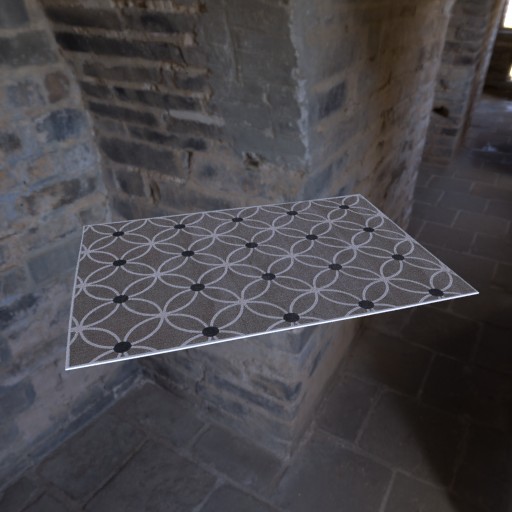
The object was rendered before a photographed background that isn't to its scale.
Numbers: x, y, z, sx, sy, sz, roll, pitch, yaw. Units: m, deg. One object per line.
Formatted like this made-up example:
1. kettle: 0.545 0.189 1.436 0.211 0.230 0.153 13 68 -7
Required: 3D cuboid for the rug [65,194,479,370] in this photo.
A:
1. rug: 0.000 0.000 2.946 2.284 0.008 1.522 -8 32 -13
